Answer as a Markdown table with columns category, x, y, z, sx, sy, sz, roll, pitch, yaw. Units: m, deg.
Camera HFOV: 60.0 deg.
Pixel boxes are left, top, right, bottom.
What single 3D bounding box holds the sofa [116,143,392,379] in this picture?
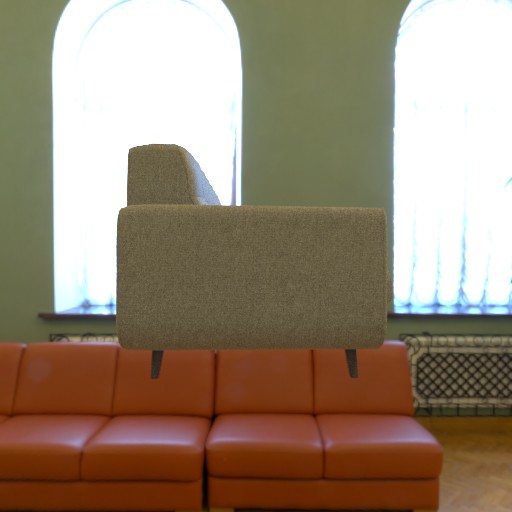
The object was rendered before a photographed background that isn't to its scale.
| category | x | y | z | sx | sy | sz | roll | pitch | yaw |
| --- | --- | --- | --- | --- | --- | --- | --- | --- | --- |
| sofa | 0.000 | 0.000 | 2.495 | 0.968 | 0.873 | 2.055 | 0 | 1 | -1 |
